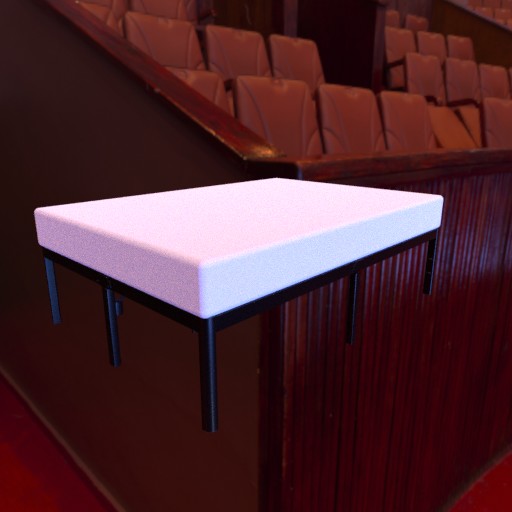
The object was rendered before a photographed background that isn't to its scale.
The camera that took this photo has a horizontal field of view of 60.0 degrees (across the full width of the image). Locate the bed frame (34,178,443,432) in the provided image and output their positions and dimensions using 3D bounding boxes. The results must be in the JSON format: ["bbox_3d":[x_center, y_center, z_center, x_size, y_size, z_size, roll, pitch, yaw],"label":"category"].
[{"bbox_3d":[0.000,0.000,2.649,1.408,0.659,1.956,15,22,42],"label":"bed frame"}]
